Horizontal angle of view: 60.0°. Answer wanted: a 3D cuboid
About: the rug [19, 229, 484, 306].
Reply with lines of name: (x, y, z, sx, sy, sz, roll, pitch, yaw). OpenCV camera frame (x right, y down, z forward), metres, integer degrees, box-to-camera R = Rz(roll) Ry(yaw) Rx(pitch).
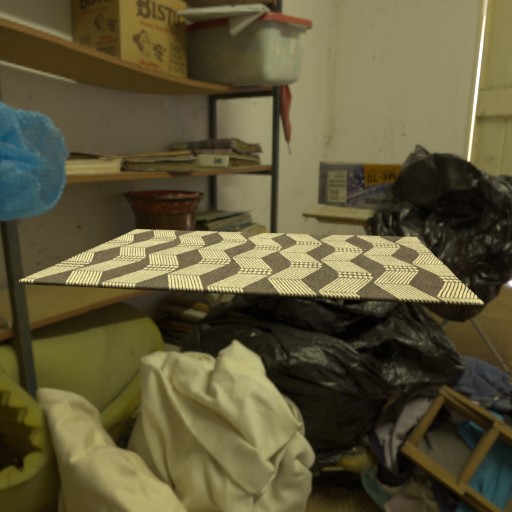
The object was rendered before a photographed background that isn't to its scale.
rug: (0.000, 0.000, 2.293, 1.833, 0.016, 1.210, 2, 14, 8)
